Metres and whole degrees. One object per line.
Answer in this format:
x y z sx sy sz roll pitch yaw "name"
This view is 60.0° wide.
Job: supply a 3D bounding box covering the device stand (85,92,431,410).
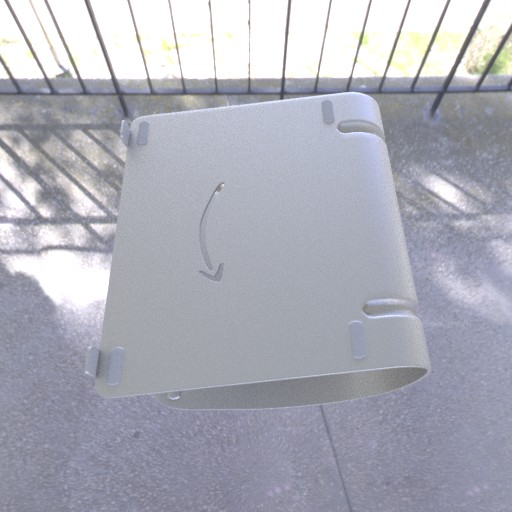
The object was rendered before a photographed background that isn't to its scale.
0.000 0.000 0.399 0.236 0.155 0.256 -1 63 -1 "device stand"
